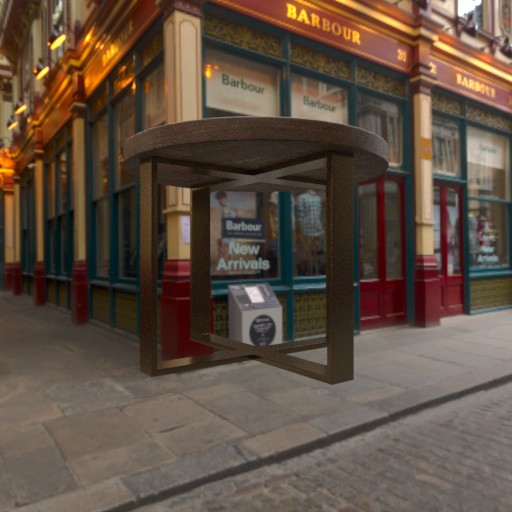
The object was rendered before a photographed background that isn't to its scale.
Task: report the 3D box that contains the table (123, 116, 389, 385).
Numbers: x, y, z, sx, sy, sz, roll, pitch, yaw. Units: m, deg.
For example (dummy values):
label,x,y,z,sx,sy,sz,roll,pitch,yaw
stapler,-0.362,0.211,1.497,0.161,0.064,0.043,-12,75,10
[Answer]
label,x,y,z,sx,sy,sz,roll,pitch,yaw
table,0.000,0.000,0.971,0.557,0.437,0.557,0,0,0
